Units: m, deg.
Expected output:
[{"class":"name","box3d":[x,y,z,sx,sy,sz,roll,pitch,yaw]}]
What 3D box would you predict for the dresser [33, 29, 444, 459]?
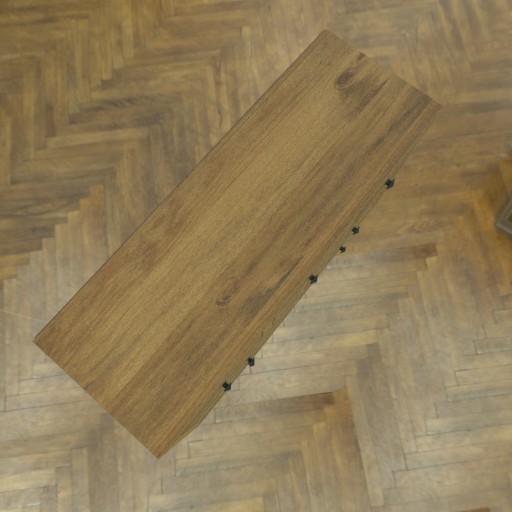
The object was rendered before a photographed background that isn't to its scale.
[{"class":"dresser","box3d":[0.000,0.000,1.629,0.479,0.825,1.261,38,78,10]}]
